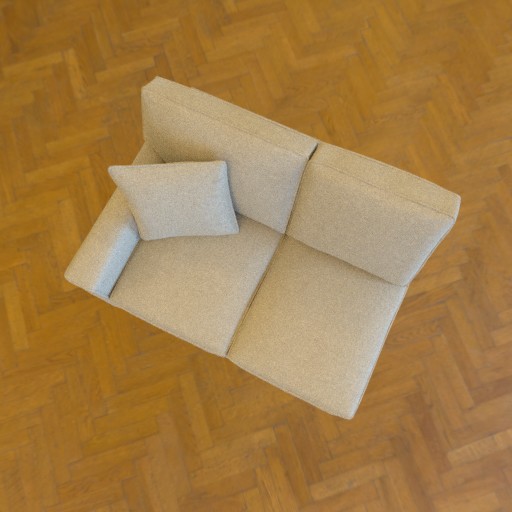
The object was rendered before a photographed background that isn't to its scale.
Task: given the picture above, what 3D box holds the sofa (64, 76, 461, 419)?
[{"bbox_3d":[0.000,0.000,2.072,1.388,0.989,0.991,25,76,7],"label":"sofa"}]
